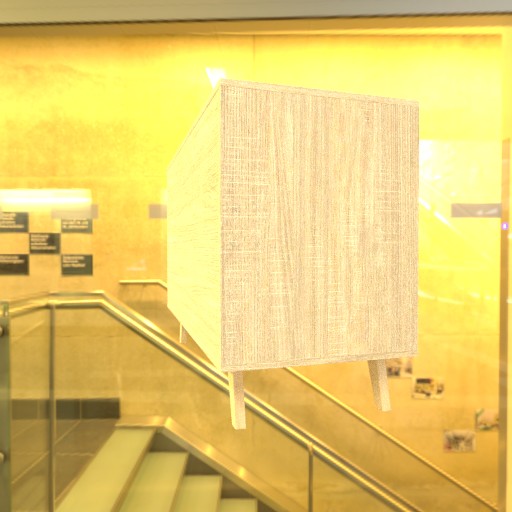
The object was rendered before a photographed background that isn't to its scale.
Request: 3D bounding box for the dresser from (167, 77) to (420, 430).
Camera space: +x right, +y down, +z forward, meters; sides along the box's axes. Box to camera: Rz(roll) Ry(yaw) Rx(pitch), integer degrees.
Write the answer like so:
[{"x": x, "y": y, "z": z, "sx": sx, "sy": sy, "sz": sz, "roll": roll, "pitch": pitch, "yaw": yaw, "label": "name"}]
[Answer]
[{"x": 0.000, "y": 0.000, "z": 1.551, "sx": 0.500, "sy": 0.780, "sz": 1.110, "roll": 0, "pitch": 1, "yaw": -17, "label": "dresser"}]
